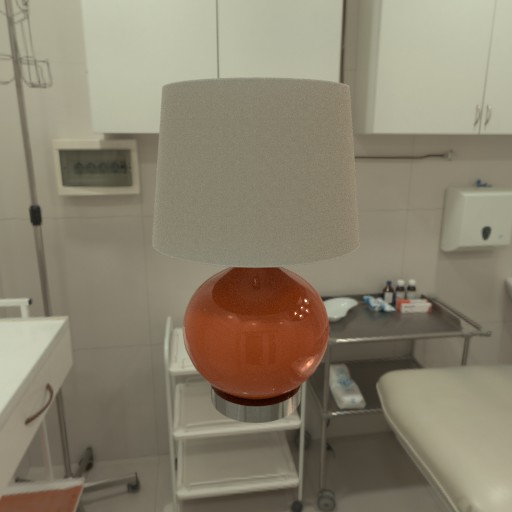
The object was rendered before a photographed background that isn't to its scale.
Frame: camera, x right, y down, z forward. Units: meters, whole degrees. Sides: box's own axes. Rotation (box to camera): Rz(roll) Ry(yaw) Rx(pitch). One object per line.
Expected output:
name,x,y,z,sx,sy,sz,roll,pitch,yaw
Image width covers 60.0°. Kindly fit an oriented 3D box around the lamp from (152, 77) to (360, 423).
lamp,0.000,0.000,0.544,0.247,0.387,0.247,0,15,0
